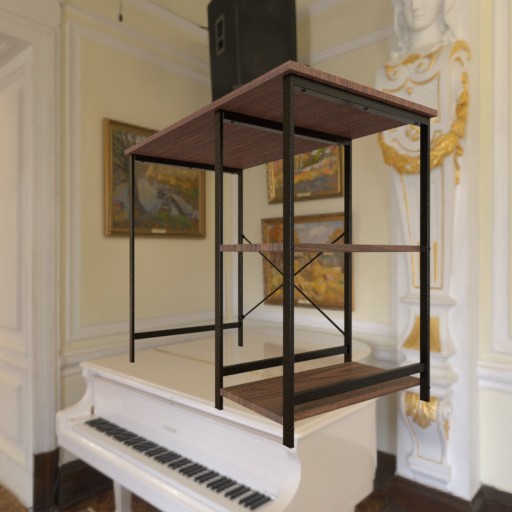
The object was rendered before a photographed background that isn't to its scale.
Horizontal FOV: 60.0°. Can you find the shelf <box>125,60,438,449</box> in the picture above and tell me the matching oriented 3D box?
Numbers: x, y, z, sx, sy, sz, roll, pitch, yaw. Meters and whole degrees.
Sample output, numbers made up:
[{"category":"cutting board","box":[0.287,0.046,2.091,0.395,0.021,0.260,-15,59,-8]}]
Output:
[{"category":"shelf","box":[0.000,0.000,1.357,0.498,0.750,0.902,0,0,-36]}]
